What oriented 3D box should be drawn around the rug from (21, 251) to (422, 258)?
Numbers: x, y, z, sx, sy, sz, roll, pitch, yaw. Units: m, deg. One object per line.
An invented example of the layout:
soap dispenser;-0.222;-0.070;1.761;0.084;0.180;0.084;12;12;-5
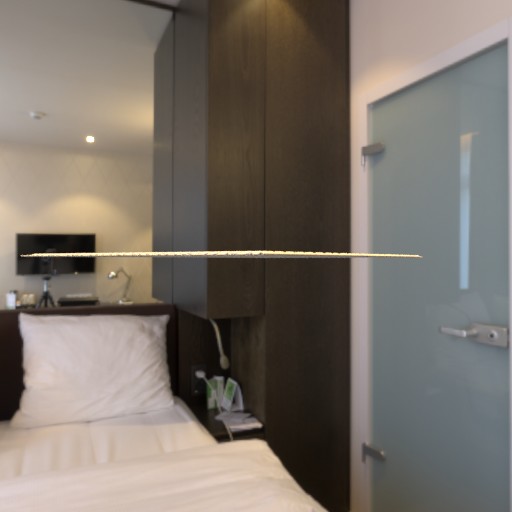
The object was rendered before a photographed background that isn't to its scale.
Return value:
rug;0.000;0.000;2.319;1.230;0.014;1.847;0;-1;35
